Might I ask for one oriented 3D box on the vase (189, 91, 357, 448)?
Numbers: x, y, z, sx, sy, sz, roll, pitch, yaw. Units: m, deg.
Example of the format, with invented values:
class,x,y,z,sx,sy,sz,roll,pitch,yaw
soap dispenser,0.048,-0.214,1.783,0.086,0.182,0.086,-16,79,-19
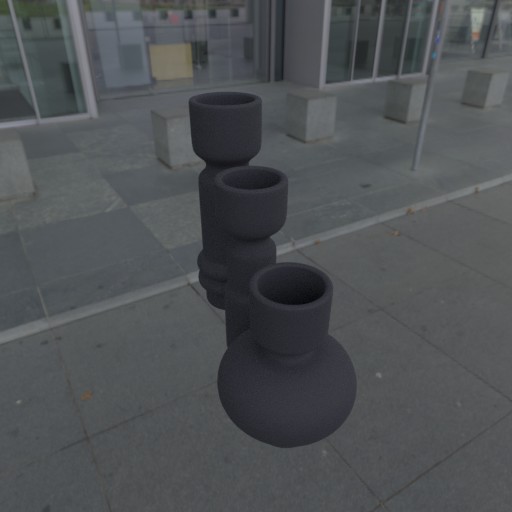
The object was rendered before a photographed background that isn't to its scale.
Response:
class,x,y,z,sx,sy,sz,roll,pitch,yaw
vase,0.000,0.000,0.426,0.120,0.249,0.307,-9,32,-14
